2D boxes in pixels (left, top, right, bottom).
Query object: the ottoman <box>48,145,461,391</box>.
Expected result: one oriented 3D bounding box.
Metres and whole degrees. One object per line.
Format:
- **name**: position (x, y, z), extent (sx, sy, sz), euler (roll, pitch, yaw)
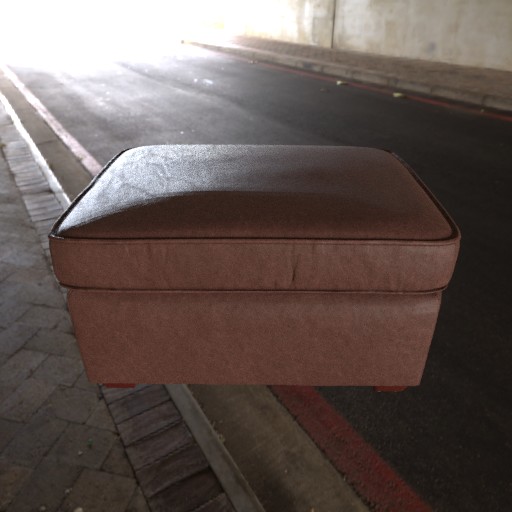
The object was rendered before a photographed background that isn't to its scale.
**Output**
- **ottoman**: position (0.000, 0.000, 1.069), extent (0.749, 0.449, 0.548), euler (0, 30, 1)
